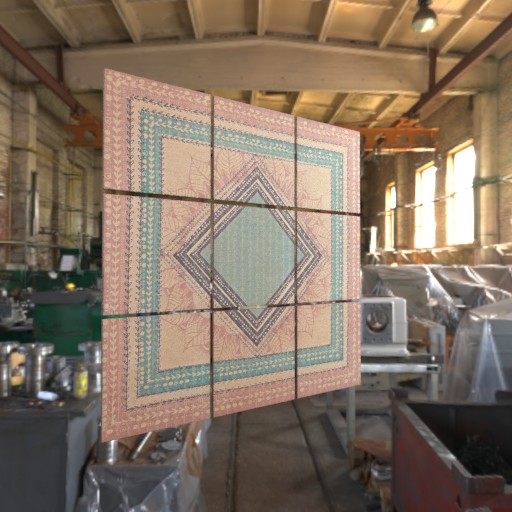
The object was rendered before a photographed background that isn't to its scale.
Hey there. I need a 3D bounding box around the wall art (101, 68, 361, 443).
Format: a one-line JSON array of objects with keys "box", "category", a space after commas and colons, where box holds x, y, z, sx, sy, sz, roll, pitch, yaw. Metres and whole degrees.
[{"box": [0.000, 0.000, 2.245, 1.527, 1.525, 0.014, 1, -1, -35], "category": "wall art"}]
